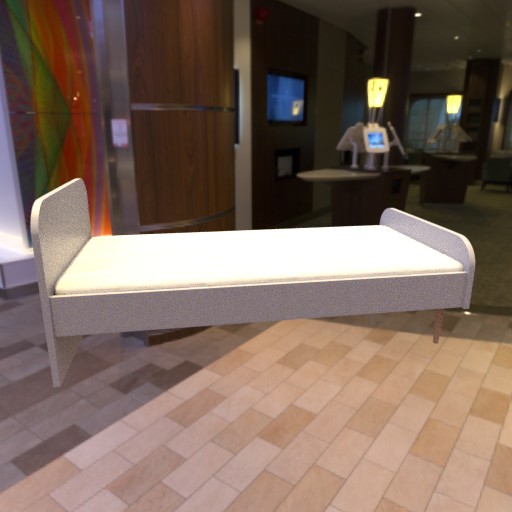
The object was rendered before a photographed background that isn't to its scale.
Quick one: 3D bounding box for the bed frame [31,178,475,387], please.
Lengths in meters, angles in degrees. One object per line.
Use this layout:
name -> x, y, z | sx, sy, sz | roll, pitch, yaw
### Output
bed frame -> 0.000, 0.000, 2.450 | 1.963, 0.805, 0.998 | -3, 17, -9
